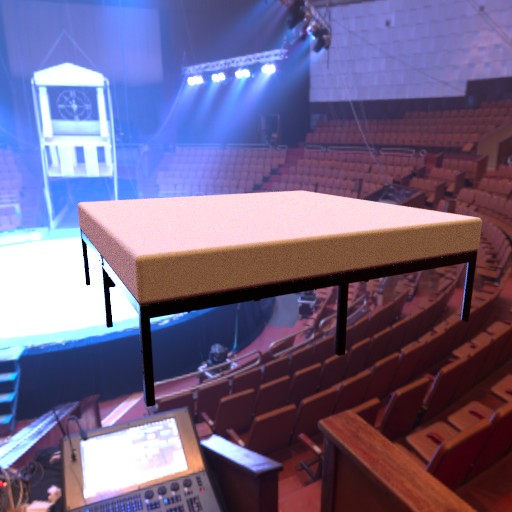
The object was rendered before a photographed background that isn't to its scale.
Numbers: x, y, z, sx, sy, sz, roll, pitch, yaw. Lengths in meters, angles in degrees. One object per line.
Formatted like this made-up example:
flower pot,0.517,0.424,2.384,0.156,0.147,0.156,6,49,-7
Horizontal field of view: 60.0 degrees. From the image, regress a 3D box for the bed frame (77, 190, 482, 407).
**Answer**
bed frame,0.000,0.000,3.099,2.079,0.659,1.963,-7,16,-27
